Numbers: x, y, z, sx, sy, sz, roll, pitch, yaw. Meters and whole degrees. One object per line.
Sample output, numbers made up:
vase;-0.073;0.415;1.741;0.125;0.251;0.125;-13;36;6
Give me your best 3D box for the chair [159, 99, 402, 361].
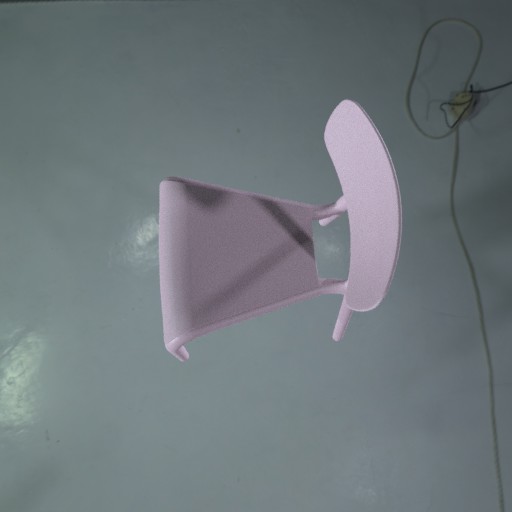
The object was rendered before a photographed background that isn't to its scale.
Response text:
chair;0.000;0.000;0.839;0.401;0.580;0.356;-4;76;-1
